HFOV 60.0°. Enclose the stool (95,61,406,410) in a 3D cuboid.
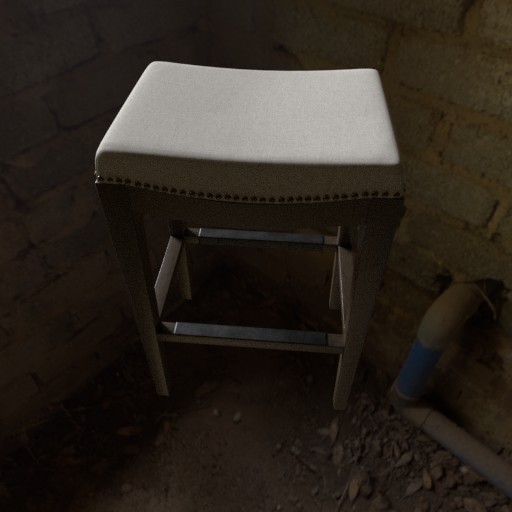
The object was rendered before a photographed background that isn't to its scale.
[{"bbox_3d":[0.000,0.000,1.031,0.498,0.759,0.358,3,46,3],"label":"stool"}]
